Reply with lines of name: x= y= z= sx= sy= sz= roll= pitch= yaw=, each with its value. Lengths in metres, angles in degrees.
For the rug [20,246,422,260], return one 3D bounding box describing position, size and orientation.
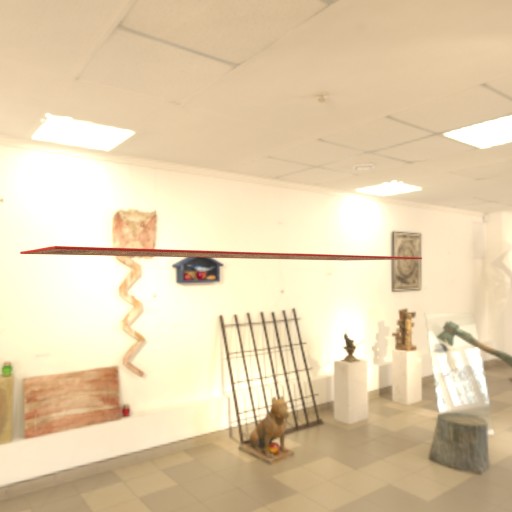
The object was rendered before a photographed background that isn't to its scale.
rug: x=0.000 y=0.000 z=2.518 sx=2.292 sy=0.015 sz=0.659 roll=1 pitch=-2 yaw=-38
